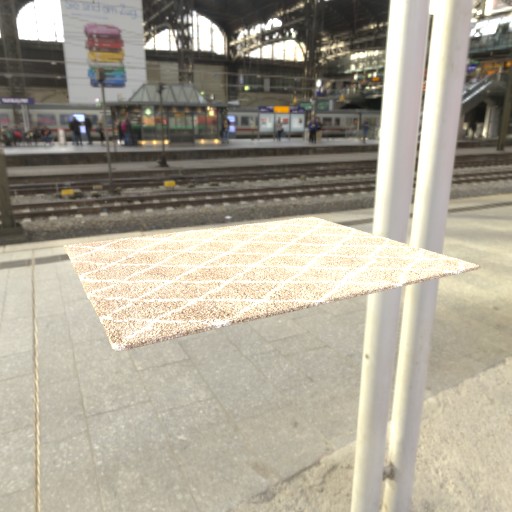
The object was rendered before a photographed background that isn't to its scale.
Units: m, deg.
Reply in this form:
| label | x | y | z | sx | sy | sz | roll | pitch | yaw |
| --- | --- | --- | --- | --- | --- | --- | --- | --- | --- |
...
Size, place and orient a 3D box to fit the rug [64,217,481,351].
| label | x | y | z | sx | sy | sz | roll | pitch | yaw |
| --- | --- | --- | --- | --- | --- | --- | --- | --- | --- |
| rug | 0.000 | 0.000 | 4.088 | 3.047 | 0.029 | 2.438 | -9 | 18 | -27 |
